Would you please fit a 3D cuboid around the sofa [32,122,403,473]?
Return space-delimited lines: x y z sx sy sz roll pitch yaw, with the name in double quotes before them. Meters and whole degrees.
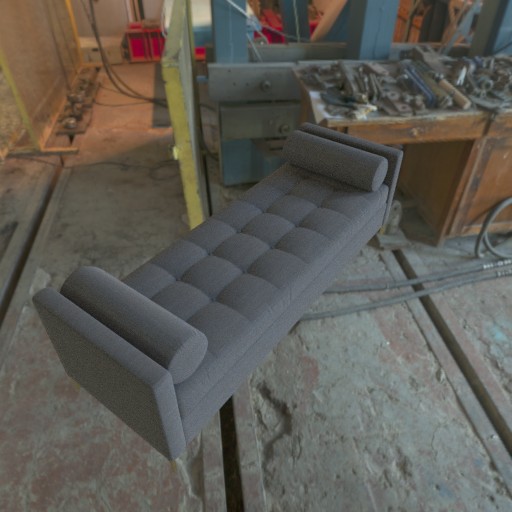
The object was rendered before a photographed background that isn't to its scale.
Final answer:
"sofa" 0.000 0.000 2.330 0.686 0.635 1.981 26 47 27
